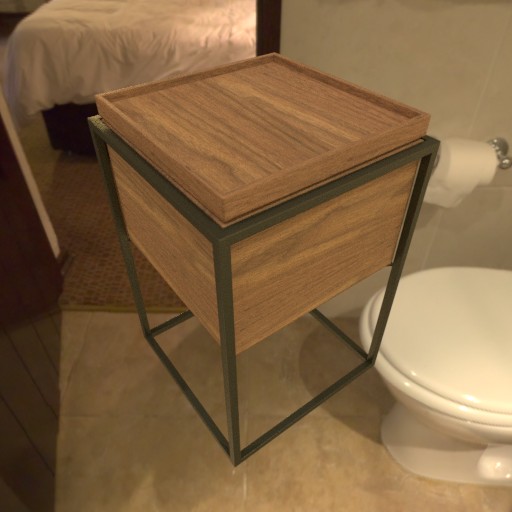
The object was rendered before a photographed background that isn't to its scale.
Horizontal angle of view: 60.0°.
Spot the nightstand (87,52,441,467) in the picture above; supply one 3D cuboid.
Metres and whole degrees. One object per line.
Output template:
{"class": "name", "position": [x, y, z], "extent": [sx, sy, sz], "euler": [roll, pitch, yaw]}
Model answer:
{"class": "nightstand", "position": [0.000, 0.000, 0.869], "extent": [0.397, 0.607, 0.397], "euler": [-26, 47, -27]}
